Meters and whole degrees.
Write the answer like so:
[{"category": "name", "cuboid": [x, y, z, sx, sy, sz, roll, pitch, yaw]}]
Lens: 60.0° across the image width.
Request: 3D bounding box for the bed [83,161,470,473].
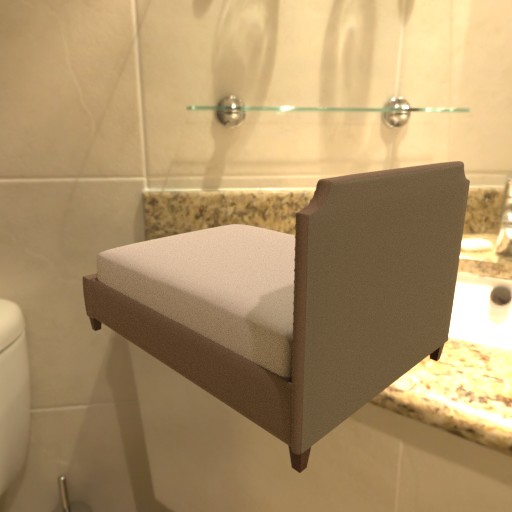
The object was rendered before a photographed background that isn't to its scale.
[{"category": "bed", "cuboid": [0.000, 0.000, 3.311, 1.713, 1.443, 2.372, -16, 22, -42]}]
